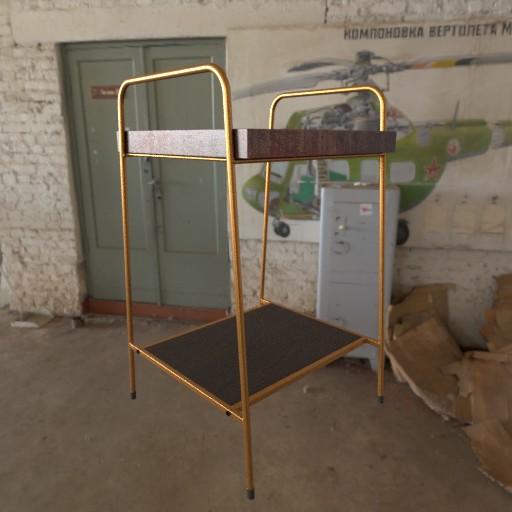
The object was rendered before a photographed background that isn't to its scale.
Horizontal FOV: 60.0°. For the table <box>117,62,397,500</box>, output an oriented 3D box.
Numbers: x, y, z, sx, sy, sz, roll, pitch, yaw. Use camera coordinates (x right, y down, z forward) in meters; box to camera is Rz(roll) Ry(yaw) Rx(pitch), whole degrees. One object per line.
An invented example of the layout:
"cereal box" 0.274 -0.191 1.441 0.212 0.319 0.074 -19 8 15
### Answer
"table" 0.000 0.000 0.963 0.430 0.710 0.430 -14 20 -41
